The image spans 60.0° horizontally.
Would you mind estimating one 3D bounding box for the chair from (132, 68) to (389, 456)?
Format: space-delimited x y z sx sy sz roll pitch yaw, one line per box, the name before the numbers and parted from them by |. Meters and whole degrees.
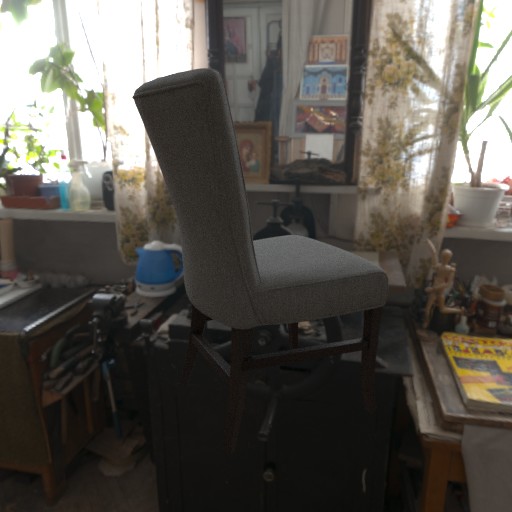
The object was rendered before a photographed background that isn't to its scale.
chair | 0.000 0.000 1.355 0.660 0.991 0.520 -8 18 -26
